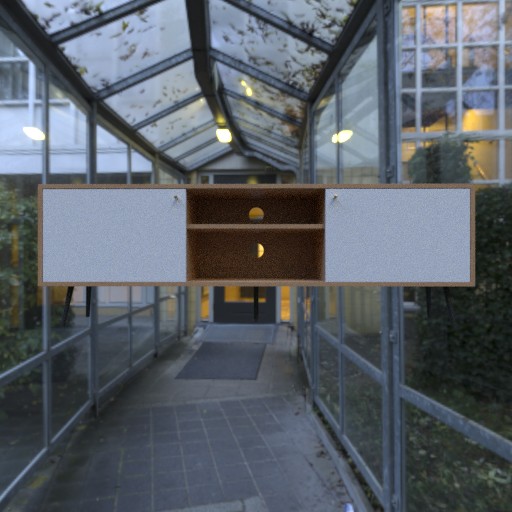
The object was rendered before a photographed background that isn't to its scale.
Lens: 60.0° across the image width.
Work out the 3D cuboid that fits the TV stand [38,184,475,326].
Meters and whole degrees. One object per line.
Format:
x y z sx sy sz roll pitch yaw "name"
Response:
0.000 0.000 1.955 1.760 0.580 0.400 0 0 0 "TV stand"
